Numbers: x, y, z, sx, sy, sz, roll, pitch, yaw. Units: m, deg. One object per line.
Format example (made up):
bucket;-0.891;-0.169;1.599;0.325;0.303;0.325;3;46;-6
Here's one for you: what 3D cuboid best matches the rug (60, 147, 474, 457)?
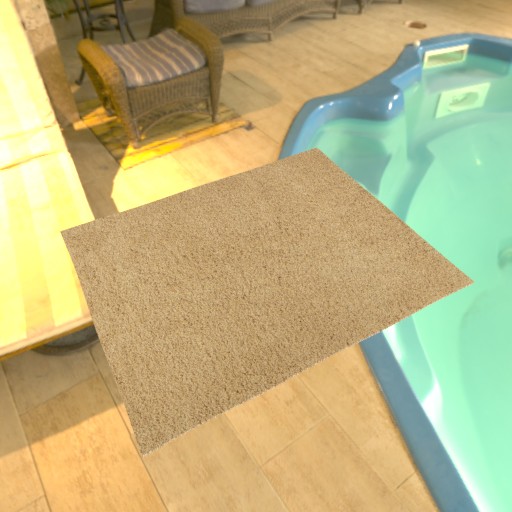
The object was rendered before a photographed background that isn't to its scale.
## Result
rug;0.000;0.000;4.062;3.000;0.025;2.400;-22;50;-20
